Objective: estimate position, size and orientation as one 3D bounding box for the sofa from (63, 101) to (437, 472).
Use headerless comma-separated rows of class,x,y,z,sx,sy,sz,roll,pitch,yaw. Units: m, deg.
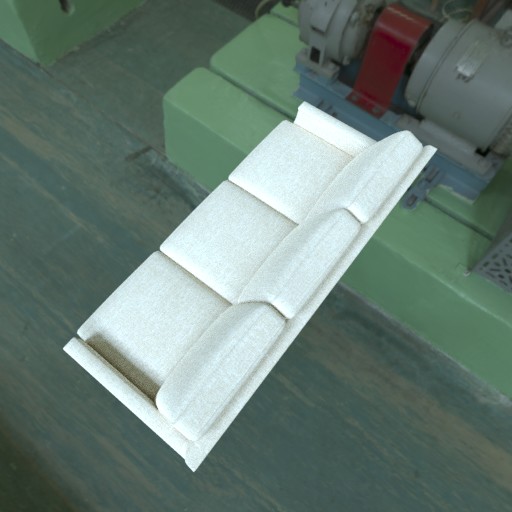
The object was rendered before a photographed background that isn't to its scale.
sofa,0.000,0.000,2.709,1.041,0.940,2.210,35,69,16
